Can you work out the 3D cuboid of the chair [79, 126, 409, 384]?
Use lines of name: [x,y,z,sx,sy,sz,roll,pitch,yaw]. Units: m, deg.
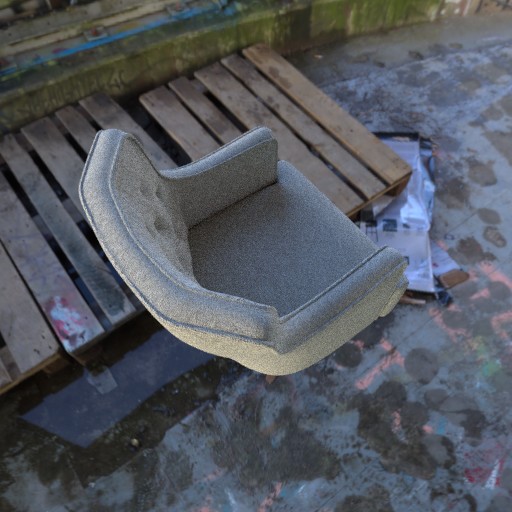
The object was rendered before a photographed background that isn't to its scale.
chair: [0.000,0.000,1.638,0.910,0.920,0.820,-32,64,-18]
